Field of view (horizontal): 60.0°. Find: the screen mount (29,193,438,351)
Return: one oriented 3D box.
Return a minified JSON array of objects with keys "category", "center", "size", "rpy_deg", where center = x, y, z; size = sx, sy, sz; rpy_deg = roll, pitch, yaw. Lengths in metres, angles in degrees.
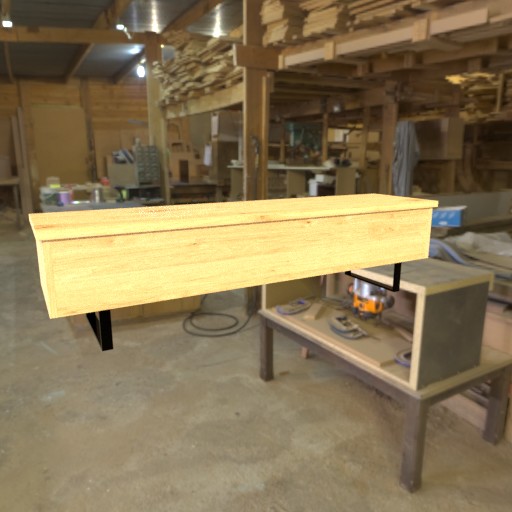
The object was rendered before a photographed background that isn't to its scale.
[{"category":"screen mount","center":[0.000,0.000,1.918],"size":[1.700,0.430,0.450],"rpy_deg":[-7,15,-28]}]
